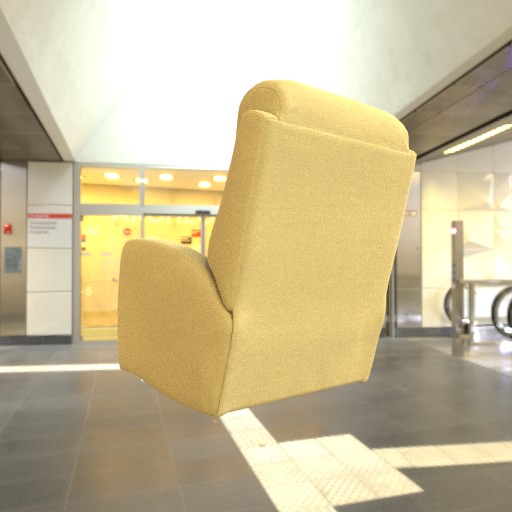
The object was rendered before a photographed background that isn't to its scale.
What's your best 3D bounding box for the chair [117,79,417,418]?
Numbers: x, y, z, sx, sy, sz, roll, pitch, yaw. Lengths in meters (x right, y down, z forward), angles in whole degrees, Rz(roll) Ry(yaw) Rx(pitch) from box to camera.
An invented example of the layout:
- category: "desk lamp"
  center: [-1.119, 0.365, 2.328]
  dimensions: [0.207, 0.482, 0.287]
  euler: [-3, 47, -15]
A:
- category: "chair"
  center: [0.000, 0.000, 1.735]
  dimensions: [0.798, 1.013, 1.043]
  euler: [1, -1, -36]
